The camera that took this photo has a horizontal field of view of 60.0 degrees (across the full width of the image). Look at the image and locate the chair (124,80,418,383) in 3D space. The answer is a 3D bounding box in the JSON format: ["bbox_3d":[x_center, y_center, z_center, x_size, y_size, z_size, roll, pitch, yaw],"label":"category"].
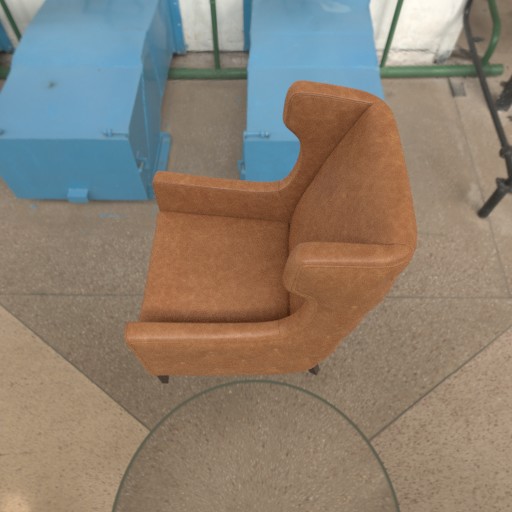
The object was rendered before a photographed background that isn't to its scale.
[{"bbox_3d":[0.000,0.000,1.702,0.899,1.079,0.766,1,59,1],"label":"chair"}]
